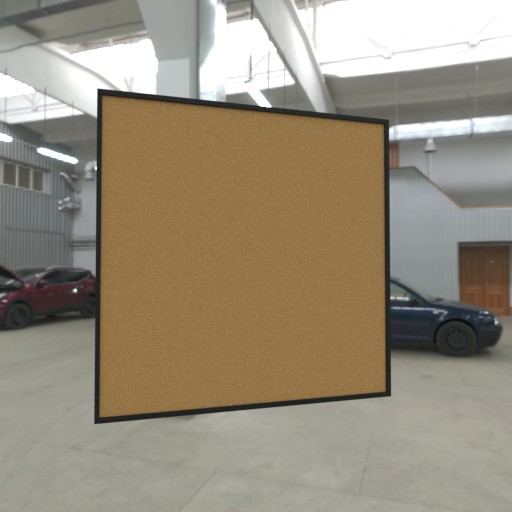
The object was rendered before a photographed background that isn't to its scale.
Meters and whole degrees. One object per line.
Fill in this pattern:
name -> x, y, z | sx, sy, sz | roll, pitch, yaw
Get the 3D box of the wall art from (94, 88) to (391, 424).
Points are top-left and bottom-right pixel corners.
wall art -> 0.000, 0.000, 0.674 | 0.458, 0.457, 0.013 | 0, -2, -16
